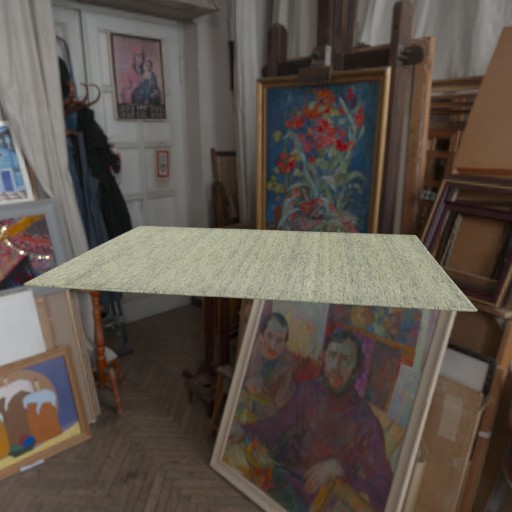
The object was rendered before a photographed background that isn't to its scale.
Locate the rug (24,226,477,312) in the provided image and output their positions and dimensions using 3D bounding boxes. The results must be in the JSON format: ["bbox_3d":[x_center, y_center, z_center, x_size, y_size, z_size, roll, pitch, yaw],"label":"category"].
[{"bbox_3d":[0.000,0.000,2.352,1.846,0.014,1.243,2,16,9],"label":"rug"}]
